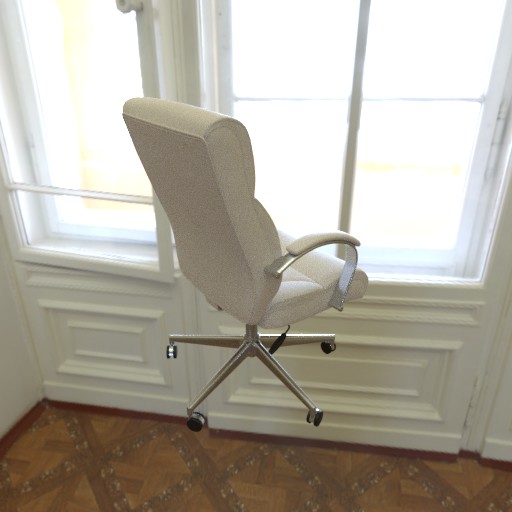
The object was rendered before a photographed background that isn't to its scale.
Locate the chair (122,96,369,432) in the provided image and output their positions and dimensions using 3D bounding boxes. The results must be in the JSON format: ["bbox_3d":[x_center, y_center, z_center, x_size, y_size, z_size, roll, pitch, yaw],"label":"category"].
[{"bbox_3d":[0.000,0.000,1.613,0.745,1.099,0.727,-18,31,-32],"label":"chair"}]
